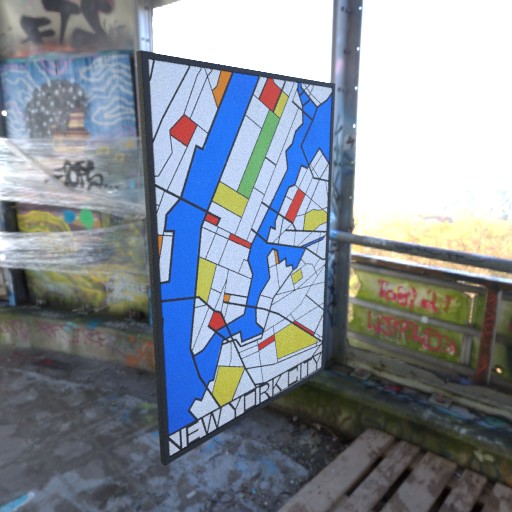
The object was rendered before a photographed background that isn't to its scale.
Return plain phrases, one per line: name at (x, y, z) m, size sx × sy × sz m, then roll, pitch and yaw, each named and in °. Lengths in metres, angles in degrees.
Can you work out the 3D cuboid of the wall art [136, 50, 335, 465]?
wall art at (0.000, 0.000, 0.846) m, size 0.013 × 0.660 × 0.460 m, roll 13°, pitch 19°, yaw 43°
